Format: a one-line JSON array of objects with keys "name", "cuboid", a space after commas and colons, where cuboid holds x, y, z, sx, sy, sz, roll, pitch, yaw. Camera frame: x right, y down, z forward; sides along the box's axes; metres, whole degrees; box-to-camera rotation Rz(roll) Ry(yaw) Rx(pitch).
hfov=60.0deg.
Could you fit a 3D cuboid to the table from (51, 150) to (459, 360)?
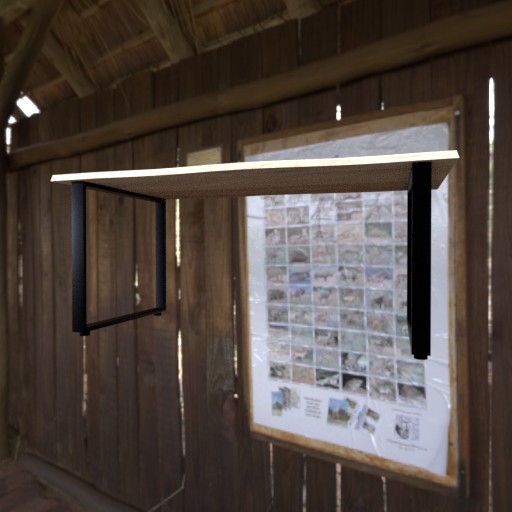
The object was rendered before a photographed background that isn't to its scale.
[{"name": "table", "cuboid": [0.000, 0.000, 2.274, 1.800, 0.780, 0.900, 0, 1, 18]}]
